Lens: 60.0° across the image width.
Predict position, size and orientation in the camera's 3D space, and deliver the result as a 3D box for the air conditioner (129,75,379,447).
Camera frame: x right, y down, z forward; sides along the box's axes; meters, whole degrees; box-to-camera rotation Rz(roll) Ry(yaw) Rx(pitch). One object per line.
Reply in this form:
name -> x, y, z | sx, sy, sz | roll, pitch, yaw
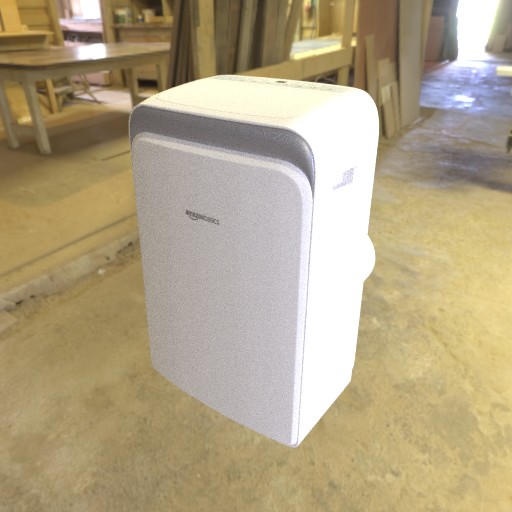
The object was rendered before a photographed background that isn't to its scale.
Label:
air conditioner -> 0.000, 0.000, 0.974 | 0.454, 0.700, 0.365 | 19, 35, 30
